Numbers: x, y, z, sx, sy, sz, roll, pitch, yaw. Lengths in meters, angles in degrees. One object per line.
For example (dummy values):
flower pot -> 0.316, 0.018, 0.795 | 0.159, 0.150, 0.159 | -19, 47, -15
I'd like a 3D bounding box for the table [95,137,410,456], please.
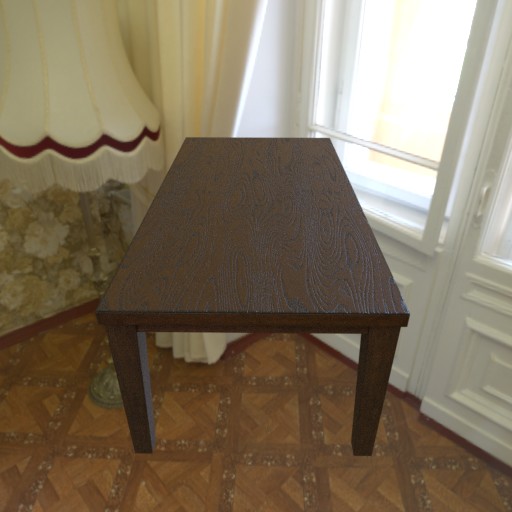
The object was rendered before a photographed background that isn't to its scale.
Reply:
table -> 0.000, 0.000, 2.468 | 1.016, 0.762, 1.981 | 0, 31, 1
